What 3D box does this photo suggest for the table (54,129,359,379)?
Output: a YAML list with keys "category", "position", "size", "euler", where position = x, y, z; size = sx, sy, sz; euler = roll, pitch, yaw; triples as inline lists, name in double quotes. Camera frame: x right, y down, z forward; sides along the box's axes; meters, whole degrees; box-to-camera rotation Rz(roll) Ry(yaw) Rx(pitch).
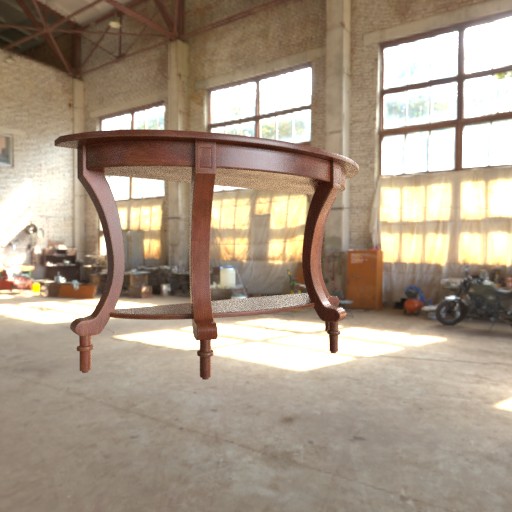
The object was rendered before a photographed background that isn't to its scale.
- category: "table"
  position: [0.000, 0.000, 1.521]
  size: [1.198, 0.699, 0.394]
  euler: [-1, 2, -36]
